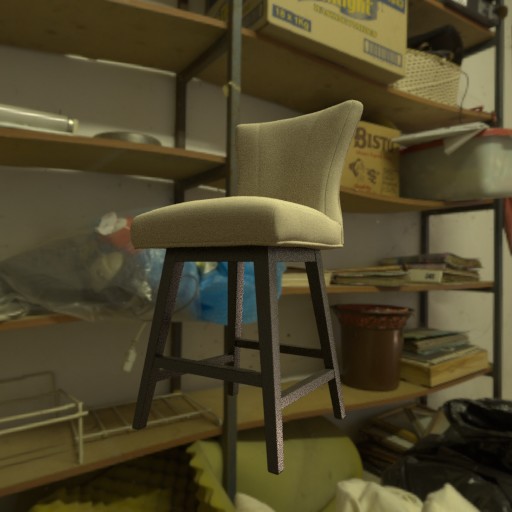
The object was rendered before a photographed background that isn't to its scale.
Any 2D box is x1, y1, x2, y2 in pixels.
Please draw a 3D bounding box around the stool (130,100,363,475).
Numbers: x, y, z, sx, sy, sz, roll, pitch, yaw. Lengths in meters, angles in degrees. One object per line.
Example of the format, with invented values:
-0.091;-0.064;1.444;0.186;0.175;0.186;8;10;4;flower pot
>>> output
0.000;0.000;1.365;0.514;1.000;0.574;-1;-1;35;stool
